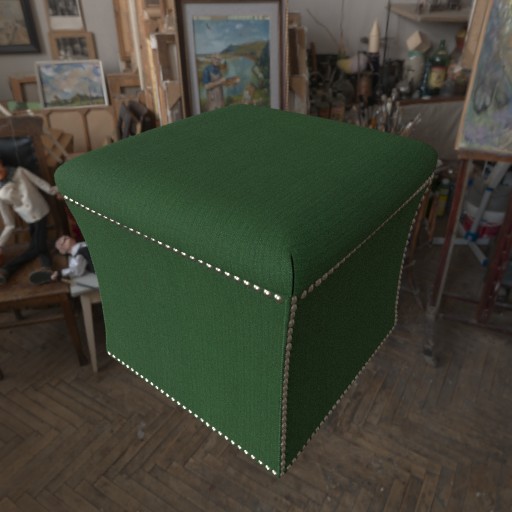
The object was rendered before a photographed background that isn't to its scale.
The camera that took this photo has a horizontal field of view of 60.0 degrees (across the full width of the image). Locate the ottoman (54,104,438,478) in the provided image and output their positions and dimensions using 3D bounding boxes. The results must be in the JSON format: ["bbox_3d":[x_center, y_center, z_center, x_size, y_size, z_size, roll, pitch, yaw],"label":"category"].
[{"bbox_3d":[0.000,0.000,0.878,0.497,0.475,0.507,23,40,31],"label":"ottoman"}]
